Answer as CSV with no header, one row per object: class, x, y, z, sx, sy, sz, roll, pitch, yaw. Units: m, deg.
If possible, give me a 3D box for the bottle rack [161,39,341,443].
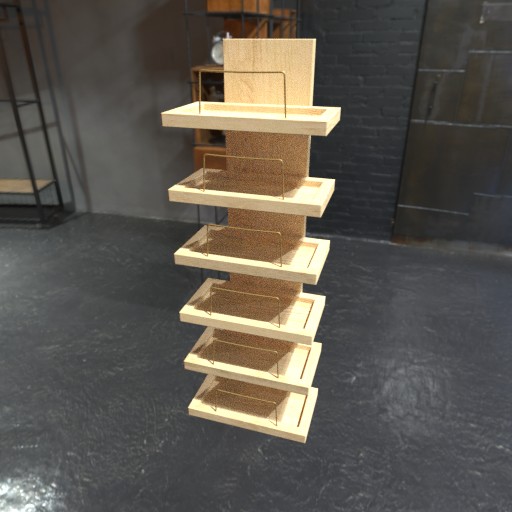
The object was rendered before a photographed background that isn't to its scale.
bottle rack,0.000,0.000,1.073,0.330,0.943,0.206,8,27,15
